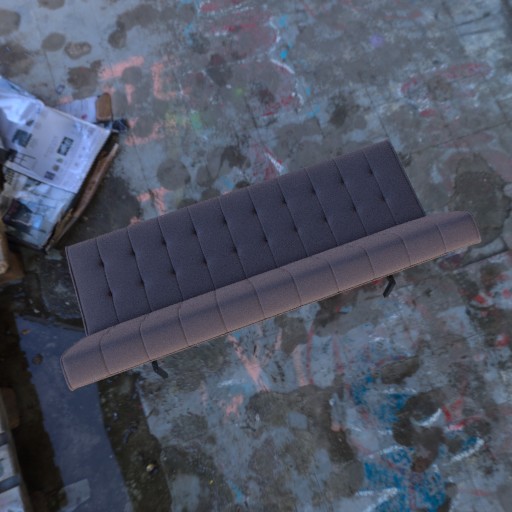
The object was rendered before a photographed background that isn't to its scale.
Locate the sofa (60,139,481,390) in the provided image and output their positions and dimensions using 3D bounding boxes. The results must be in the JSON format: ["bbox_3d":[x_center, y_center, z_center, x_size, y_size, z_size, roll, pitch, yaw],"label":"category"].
[{"bbox_3d":[0.000,0.000,2.097,1.703,0.699,0.747,-19,77,-5],"label":"sofa"}]
